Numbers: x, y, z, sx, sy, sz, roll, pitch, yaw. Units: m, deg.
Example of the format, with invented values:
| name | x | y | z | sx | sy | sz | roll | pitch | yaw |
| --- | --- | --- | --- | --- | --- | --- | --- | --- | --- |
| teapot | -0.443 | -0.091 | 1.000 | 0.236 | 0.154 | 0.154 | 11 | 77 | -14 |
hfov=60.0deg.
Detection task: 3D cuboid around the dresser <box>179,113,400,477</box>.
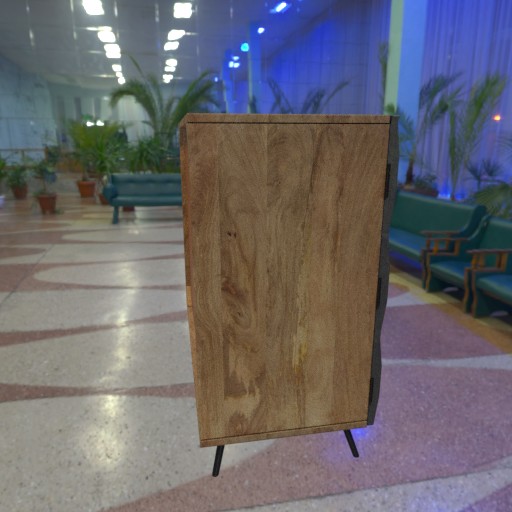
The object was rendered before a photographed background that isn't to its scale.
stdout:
| name | x | y | z | sx | sy | sz | roll | pitch | yaw |
| --- | --- | --- | --- | --- | --- | --- | --- | --- | --- |
| dresser | 0.000 | 0.000 | 1.452 | 0.446 | 0.847 | 0.967 | -3 | 16 | -10 |
